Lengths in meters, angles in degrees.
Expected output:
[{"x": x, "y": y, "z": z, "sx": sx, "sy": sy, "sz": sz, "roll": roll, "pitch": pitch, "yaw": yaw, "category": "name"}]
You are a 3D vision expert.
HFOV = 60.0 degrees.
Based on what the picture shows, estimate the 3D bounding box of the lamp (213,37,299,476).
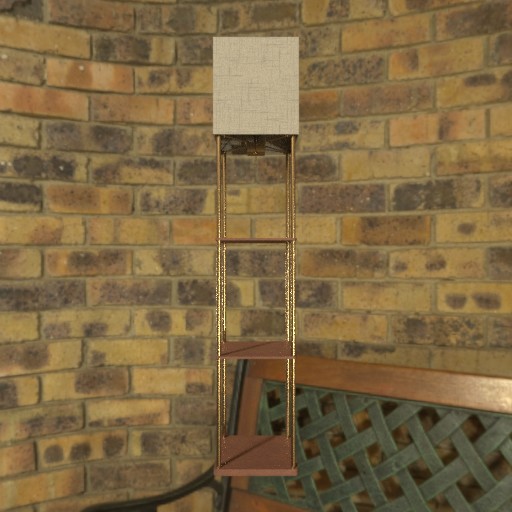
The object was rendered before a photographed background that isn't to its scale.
[{"x": 0.000, "y": 0.000, "z": 1.738, "sx": 0.308, "sy": 1.569, "sz": 0.310, "roll": 0, "pitch": 0, "yaw": 0, "category": "lamp"}]
